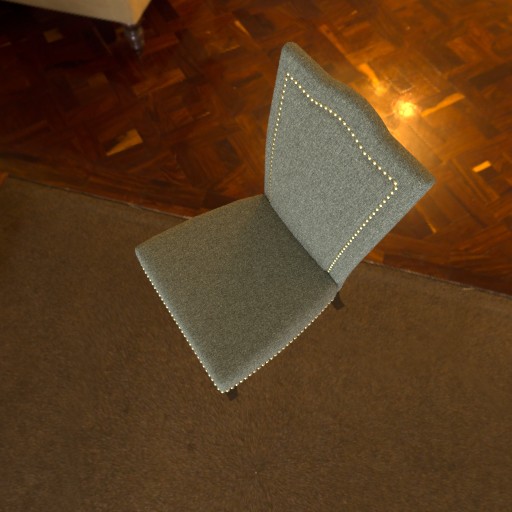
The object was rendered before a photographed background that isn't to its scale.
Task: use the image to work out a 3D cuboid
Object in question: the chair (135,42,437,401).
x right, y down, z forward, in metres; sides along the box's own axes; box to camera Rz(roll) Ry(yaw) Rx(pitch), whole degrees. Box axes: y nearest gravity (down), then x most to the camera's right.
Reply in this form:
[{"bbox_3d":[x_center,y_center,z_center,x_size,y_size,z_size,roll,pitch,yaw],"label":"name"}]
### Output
[{"bbox_3d":[0.000,0.000,1.307,0.589,0.946,0.518,-31,68,-14],"label":"chair"}]
